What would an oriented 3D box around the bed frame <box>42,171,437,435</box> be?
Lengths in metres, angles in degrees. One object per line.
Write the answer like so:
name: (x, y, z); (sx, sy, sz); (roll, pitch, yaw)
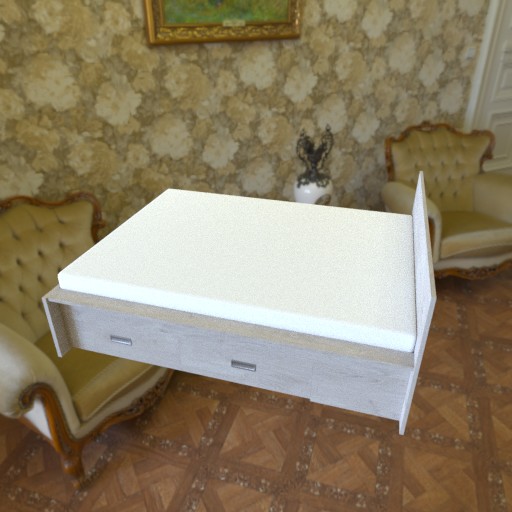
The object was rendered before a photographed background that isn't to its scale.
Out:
bed frame: (0.000, 0.000, 2.863); (1.960, 0.800, 1.622); (8, 30, 14)
